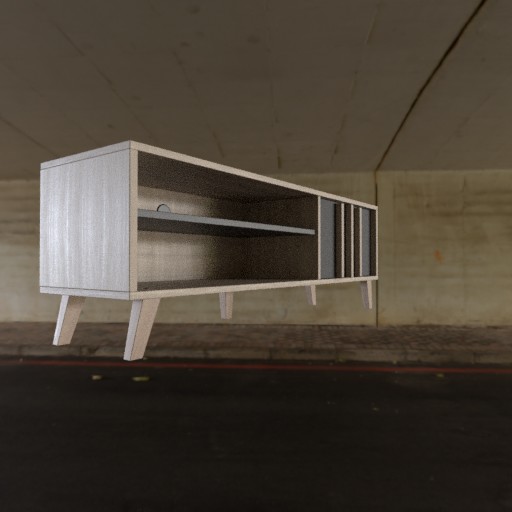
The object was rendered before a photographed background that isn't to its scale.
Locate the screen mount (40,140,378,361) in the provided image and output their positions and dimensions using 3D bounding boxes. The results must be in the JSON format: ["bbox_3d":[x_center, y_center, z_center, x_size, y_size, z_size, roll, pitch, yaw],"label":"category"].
[{"bbox_3d":[0.000,0.000,1.726,0.401,0.509,1.500,-1,-1,37],"label":"screen mount"}]
